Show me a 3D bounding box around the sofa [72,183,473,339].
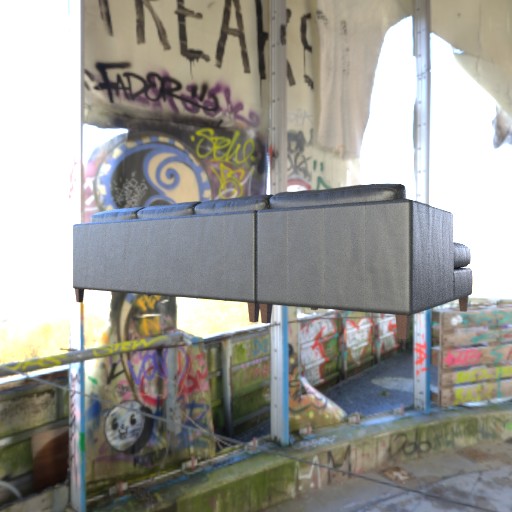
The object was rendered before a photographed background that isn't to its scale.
[{"bbox_3d":[0.000,0.000,3.894,3.203,0.883,1.581,0,0,37],"label":"sofa"}]
